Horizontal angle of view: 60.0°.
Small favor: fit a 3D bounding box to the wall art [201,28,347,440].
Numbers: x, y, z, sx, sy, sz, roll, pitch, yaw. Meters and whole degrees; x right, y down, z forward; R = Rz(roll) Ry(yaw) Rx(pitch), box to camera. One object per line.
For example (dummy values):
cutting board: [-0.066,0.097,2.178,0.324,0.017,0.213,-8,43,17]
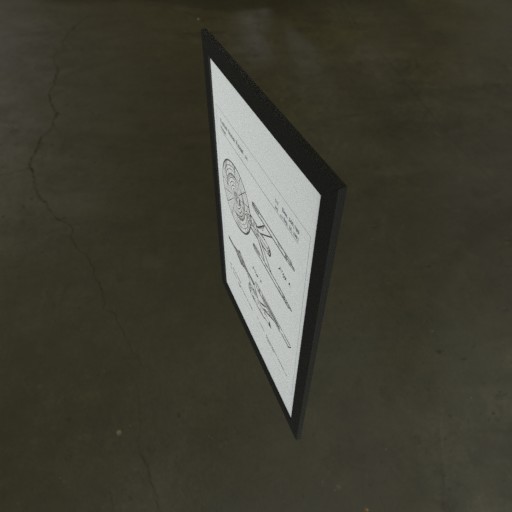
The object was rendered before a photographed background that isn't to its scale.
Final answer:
wall art: [0.000,0.000,0.675,0.008,0.530,0.379,-16,49,-15]
